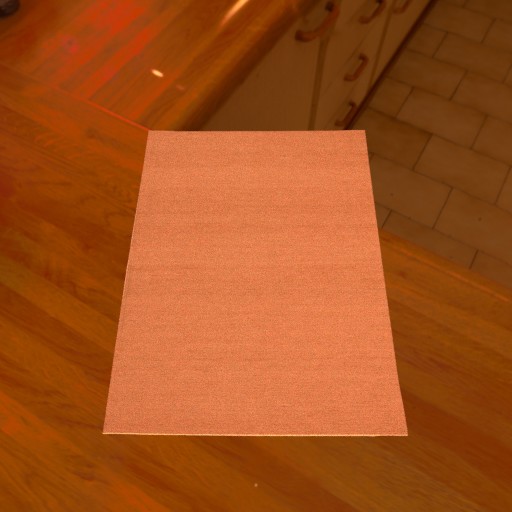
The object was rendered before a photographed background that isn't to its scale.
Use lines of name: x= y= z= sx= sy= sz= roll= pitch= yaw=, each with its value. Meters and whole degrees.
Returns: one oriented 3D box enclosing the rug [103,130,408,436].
rug: x=0.000 y=0.000 z=4.244 sx=2.434 sy=0.045 sz=3.202 roll=0 pitch=63 yaw=0
